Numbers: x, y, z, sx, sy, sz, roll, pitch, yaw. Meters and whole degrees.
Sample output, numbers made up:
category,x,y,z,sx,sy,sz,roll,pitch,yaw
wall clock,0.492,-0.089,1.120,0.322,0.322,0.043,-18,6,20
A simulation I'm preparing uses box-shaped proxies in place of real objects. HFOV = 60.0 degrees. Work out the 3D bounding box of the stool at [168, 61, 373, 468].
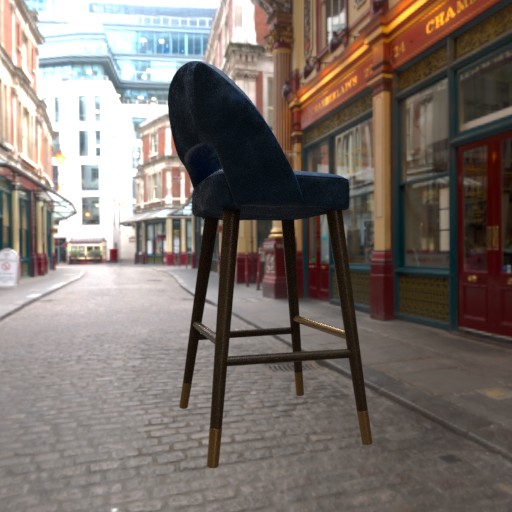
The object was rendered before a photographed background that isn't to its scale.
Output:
category,x,y,z,sx,sy,sz,roll,pitch,yaw
stool,0.000,0.000,1.334,0.515,1.016,0.514,0,0,-18
